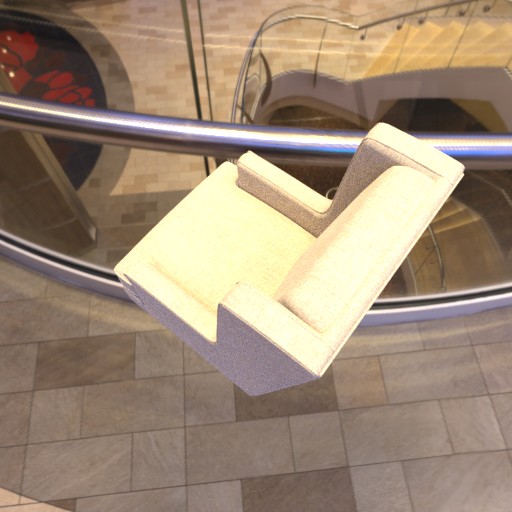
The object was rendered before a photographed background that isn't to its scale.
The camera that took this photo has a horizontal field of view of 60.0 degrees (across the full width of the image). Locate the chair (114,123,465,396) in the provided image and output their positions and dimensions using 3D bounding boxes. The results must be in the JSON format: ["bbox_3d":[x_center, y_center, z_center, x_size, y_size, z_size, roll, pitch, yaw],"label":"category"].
[{"bbox_3d":[0.000,0.000,1.725,0.948,1.082,0.764,35,67,17],"label":"chair"}]
